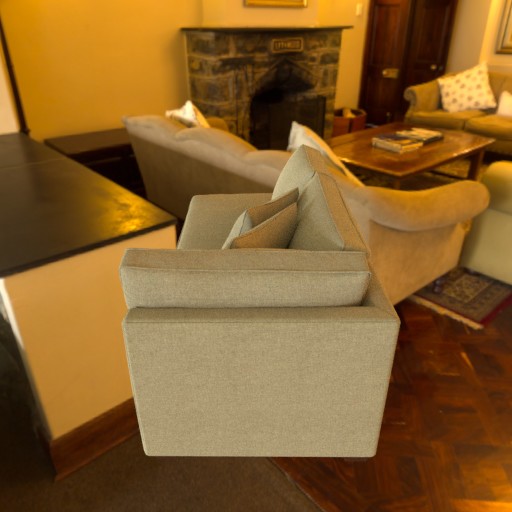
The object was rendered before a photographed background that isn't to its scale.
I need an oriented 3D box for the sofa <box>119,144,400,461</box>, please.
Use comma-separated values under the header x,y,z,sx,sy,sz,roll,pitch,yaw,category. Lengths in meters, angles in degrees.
x,y,z,sx,sy,sz,roll,pitch,yaw,category
0.000,0.000,2.781,1.110,1.019,2.238,0,28,0,sofa
